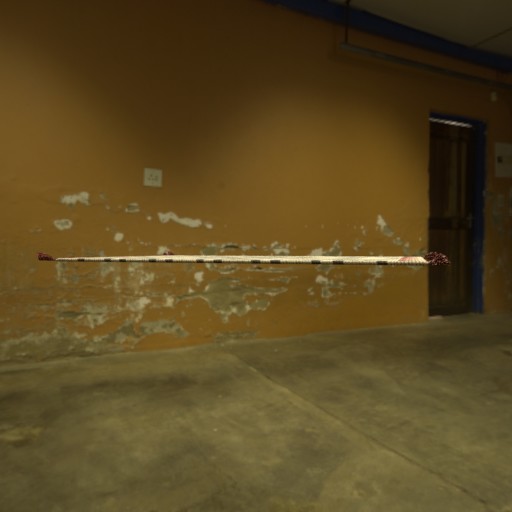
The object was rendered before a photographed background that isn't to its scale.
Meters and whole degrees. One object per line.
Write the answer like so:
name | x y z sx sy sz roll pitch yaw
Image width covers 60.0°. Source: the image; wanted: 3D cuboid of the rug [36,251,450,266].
rug | 0.000 0.000 3.414 2.672 0.066 1.741 0 1 20
